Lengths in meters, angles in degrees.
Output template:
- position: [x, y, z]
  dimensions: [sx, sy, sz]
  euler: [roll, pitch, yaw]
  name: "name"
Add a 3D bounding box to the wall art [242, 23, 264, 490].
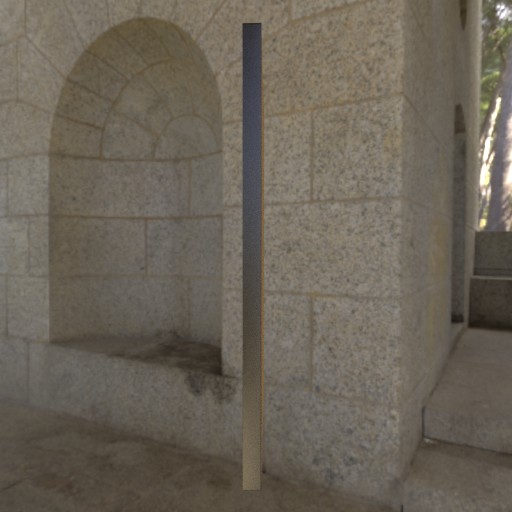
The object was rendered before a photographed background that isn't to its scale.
- position: [0.000, 0.000, 0.588]
  dimensions: [0.019, 0.455, 0.314]
  euler: [0, 1, 1]
  name: "wall art"
